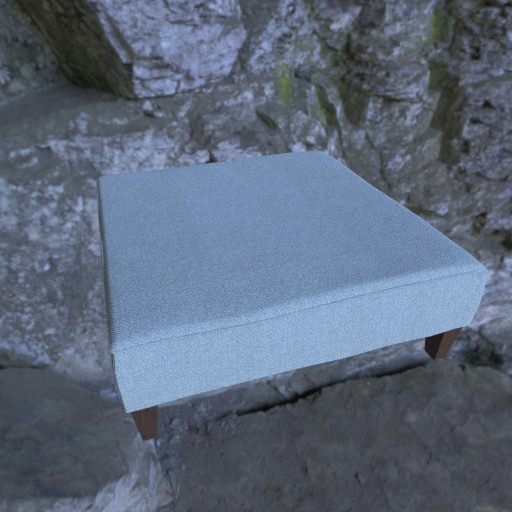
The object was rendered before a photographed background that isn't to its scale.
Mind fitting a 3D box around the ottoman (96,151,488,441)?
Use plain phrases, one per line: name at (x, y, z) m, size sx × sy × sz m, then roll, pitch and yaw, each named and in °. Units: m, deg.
ottoman at (0.000, 0.000, 1.505) m, size 0.968 × 0.379 × 1.004 m, roll -10°, pitch 33°, yaw -16°
